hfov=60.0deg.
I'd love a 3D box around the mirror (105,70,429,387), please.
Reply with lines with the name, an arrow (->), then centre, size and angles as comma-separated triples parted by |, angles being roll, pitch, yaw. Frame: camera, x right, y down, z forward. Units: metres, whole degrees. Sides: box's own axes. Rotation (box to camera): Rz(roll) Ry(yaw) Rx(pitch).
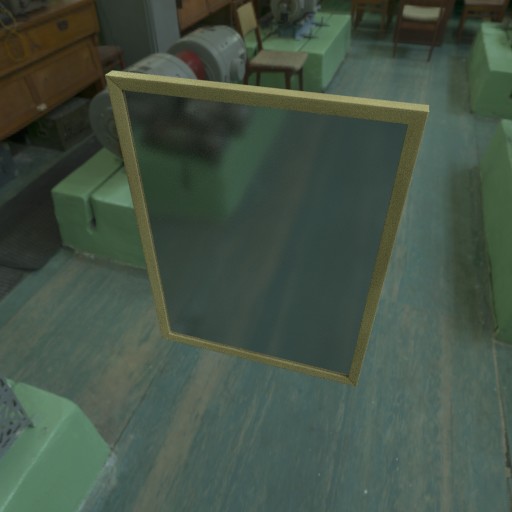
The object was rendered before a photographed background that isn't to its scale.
mirror -> 0.000, 0.000, 1.350 | 0.762, 1.016, 0.040 | 11, 42, 13
